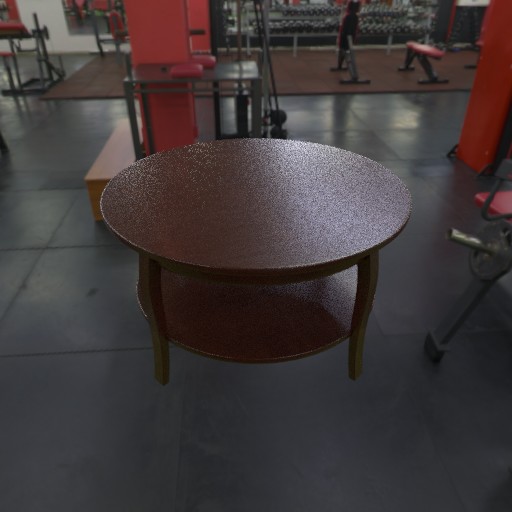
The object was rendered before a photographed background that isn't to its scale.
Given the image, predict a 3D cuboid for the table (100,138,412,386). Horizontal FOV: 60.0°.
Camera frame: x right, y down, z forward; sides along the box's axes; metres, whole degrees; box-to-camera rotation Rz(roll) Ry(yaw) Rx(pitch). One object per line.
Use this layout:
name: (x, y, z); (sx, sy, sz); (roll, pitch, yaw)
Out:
table: (0.000, 0.000, 1.485); (0.911, 0.512, 0.911); (0, 33, 0)
